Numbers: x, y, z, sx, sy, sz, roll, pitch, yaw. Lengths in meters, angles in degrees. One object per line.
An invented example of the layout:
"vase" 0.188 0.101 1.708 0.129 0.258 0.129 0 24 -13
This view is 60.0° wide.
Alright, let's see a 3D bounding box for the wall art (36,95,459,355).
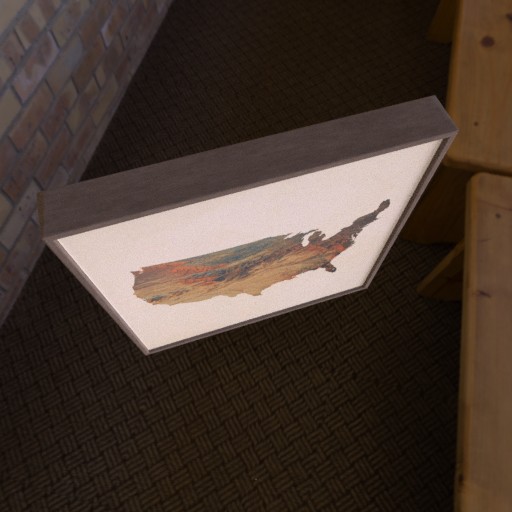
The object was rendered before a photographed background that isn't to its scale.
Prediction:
"wall art" 0.000 0.000 0.449 0.303 0.302 0.038 -16 64 -8
